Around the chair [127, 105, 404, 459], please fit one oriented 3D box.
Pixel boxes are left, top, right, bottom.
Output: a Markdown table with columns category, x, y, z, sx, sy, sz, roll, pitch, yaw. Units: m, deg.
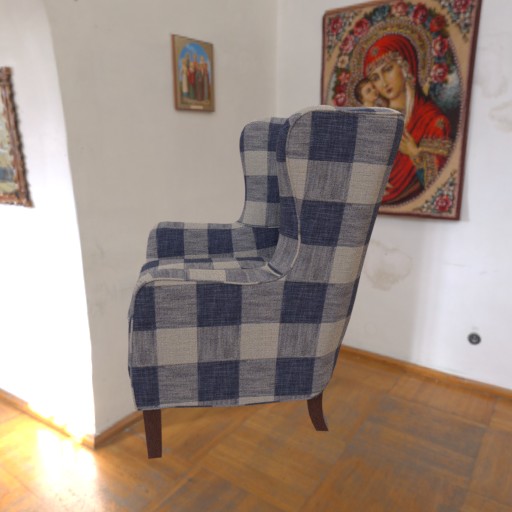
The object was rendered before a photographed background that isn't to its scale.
| category | x | y | z | sx | sy | sz | roll | pitch | yaw |
| --- | --- | --- | --- | --- | --- | --- | --- | --- | --- |
| chair | 0.000 | 0.000 | 1.654 | 0.889 | 1.041 | 0.830 | -3 | 15 | -10 |
